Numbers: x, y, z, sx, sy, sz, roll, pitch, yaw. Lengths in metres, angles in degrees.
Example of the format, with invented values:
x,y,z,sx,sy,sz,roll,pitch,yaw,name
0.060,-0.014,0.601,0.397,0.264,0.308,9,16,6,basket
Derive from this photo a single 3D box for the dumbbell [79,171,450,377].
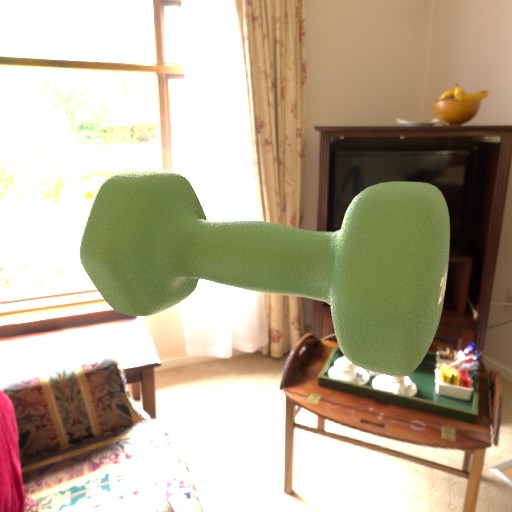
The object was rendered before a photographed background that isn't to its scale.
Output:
x,y,z,sx,sy,sz,roll,pitch,yaw,name
0.000,0.000,0.323,0.257,0.114,0.126,8,17,27,dumbbell
